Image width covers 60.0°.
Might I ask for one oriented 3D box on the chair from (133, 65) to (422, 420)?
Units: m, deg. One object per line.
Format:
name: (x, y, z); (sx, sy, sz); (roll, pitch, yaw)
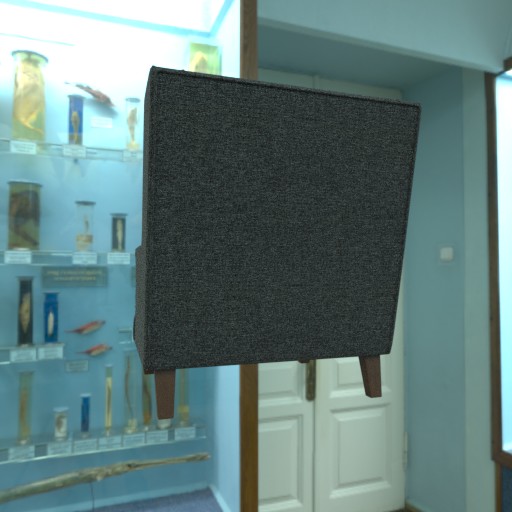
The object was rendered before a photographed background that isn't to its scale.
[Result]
chair: (0.000, 0.000, 1.825); (0.942, 1.082, 0.927); (1, -2, -18)
